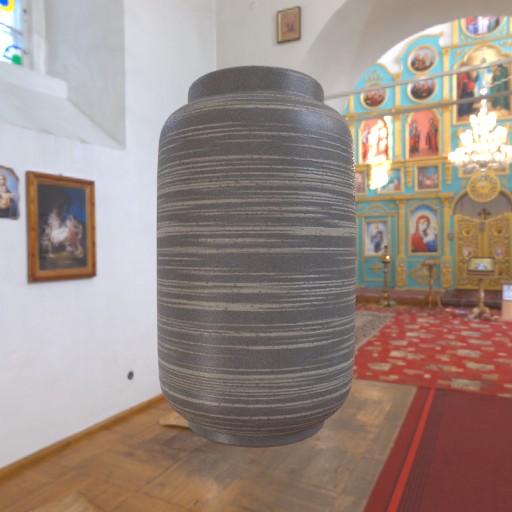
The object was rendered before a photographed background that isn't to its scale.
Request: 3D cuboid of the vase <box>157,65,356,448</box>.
[{"bbox_3d":[0.000,0.000,0.676,0.297,0.499,0.297,0,1,0],"label":"vase"}]
